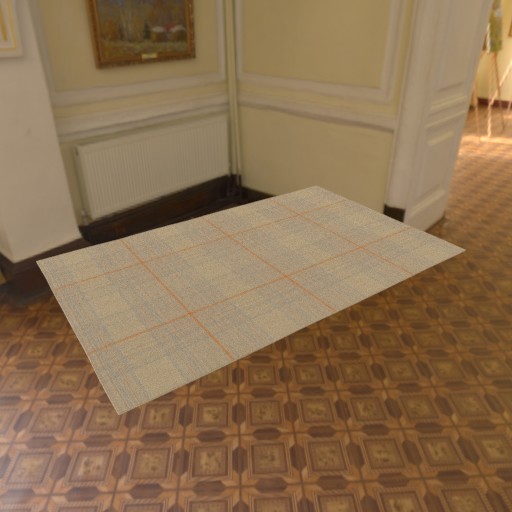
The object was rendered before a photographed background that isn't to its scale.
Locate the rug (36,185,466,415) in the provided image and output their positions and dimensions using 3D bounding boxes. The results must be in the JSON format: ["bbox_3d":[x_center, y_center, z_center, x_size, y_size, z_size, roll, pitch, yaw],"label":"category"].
[{"bbox_3d":[0.000,0.000,2.965,2.442,0.016,1.527,-19,35,-30],"label":"rug"}]
